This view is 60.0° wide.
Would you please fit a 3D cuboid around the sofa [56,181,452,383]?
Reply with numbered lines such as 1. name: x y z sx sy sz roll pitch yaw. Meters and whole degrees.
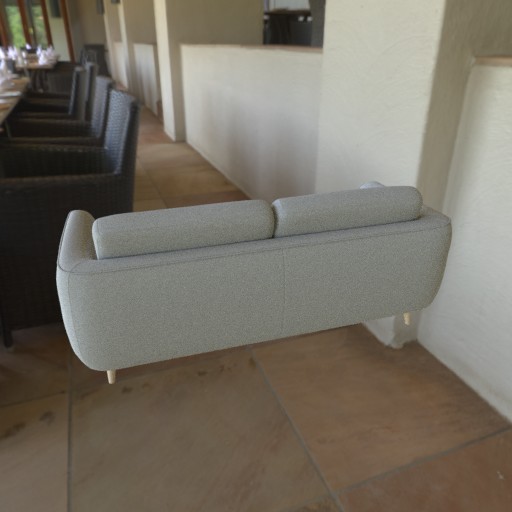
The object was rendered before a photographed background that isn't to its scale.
1. sofa: 0.000 0.000 2.491 2.000 0.850 0.920 -8 27 -16
